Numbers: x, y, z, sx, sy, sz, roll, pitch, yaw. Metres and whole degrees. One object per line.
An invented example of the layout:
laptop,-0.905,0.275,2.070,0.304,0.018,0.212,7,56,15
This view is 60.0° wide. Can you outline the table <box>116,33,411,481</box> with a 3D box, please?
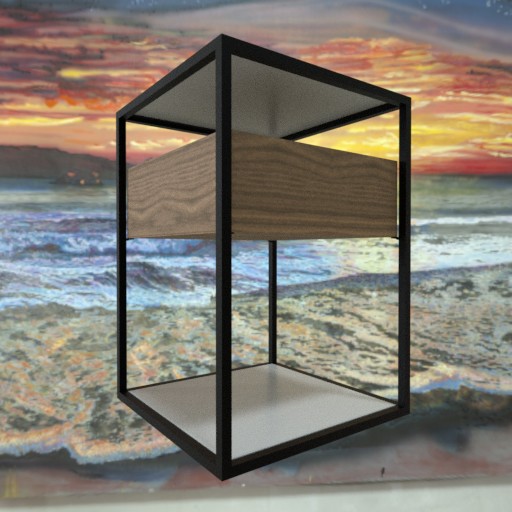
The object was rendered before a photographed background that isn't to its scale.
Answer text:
table,0.000,0.000,0.797,0.378,0.540,0.378,-1,1,-36
